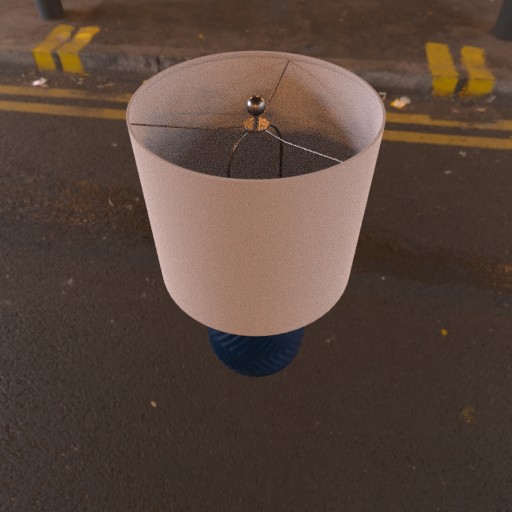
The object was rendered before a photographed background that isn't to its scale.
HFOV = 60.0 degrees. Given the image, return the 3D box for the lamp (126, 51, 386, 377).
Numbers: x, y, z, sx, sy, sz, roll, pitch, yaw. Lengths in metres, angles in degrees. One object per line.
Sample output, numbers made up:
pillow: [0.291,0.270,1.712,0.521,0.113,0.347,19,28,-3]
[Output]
lamp: [0.000,0.000,0.483,0.203,0.368,0.203,-33,55,-27]
